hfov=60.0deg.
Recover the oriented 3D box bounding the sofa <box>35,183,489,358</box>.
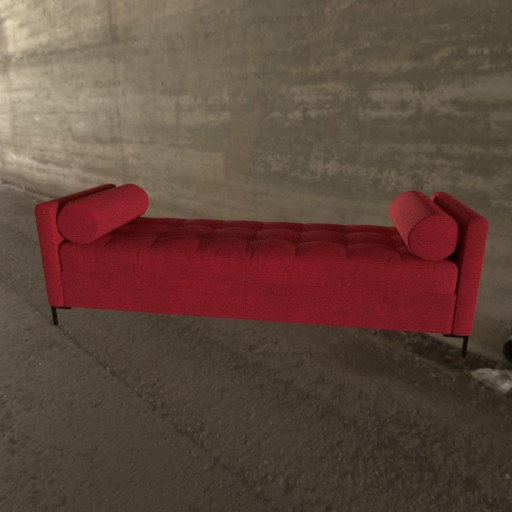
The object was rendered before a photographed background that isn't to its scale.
[{"bbox_3d":[0.000,0.000,2.303,1.981,0.635,0.686,3,18,9],"label":"sofa"}]
